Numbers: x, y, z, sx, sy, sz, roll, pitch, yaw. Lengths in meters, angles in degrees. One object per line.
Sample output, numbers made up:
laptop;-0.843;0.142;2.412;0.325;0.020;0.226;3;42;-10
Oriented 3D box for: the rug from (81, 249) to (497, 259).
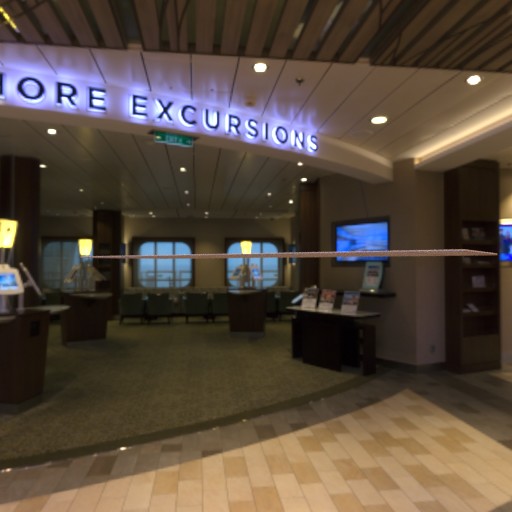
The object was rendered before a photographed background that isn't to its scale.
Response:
rug;0.000;0.000;2.635;2.439;0.008;0.762;-1;-1;36
